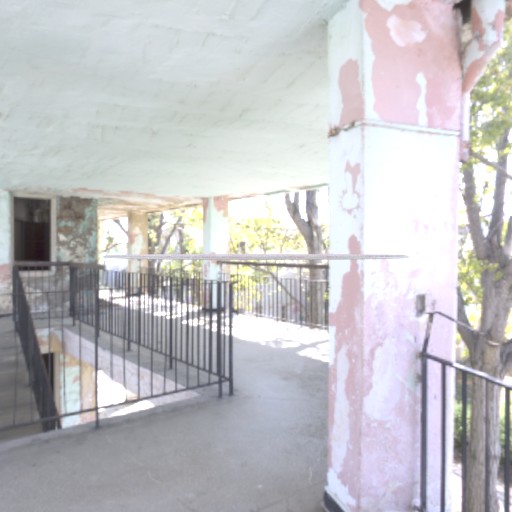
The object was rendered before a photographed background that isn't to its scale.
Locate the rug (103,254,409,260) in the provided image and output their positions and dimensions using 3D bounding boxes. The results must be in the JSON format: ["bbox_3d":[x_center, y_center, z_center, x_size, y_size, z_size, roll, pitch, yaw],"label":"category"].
[{"bbox_3d":[0.000,0.000,2.436,1.593,0.012,1.593,0,1,0],"label":"rug"}]
